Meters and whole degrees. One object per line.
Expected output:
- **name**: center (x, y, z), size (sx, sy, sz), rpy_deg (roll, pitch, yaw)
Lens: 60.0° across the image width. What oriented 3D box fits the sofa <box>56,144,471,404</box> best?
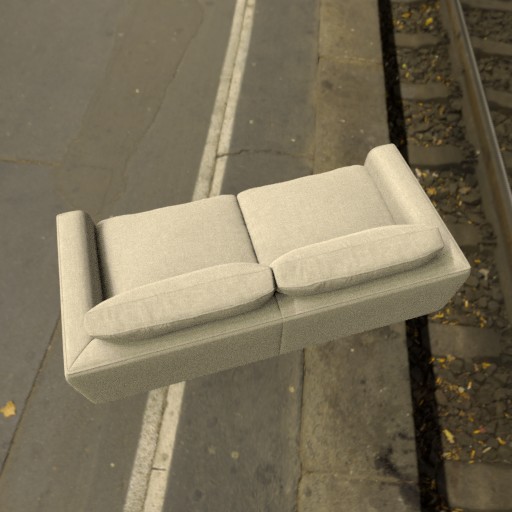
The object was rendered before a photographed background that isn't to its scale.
- **sofa**: center (0.000, 0.000, 2.707), size (2.262, 0.801, 1.070), rpy_deg (-14, 59, -8)
